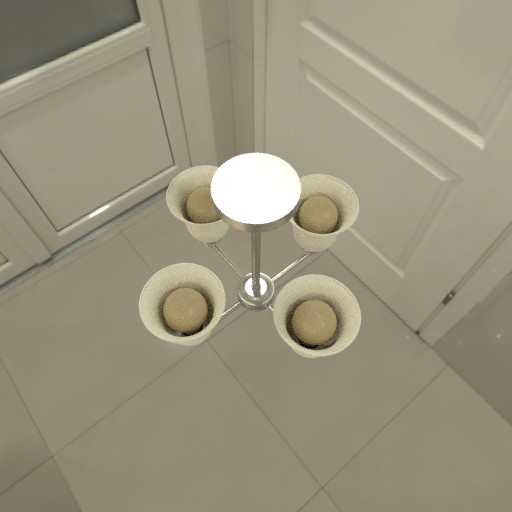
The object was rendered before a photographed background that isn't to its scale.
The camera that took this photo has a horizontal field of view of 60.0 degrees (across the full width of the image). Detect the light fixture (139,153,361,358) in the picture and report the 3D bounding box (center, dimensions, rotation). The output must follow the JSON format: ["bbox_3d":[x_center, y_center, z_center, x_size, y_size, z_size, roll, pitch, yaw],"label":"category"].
[{"bbox_3d":[0.000,0.000,0.751,0.427,0.370,0.427,-35,66,-18],"label":"light fixture"}]
